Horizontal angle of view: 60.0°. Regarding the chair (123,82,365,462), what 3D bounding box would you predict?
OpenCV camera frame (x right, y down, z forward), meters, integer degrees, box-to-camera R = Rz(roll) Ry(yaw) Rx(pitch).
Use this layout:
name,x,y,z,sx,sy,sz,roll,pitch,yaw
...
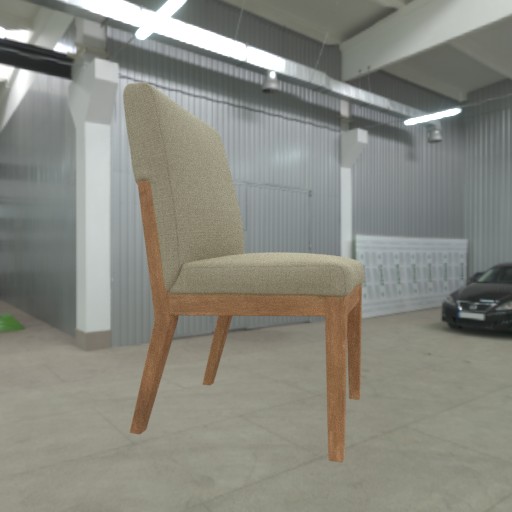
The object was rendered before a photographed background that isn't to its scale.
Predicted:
name,x,y,z,sx,sy,sz,roll,pitch,yaw
chair,0.000,0.000,1.285,0.586,0.911,0.507,0,0,18
